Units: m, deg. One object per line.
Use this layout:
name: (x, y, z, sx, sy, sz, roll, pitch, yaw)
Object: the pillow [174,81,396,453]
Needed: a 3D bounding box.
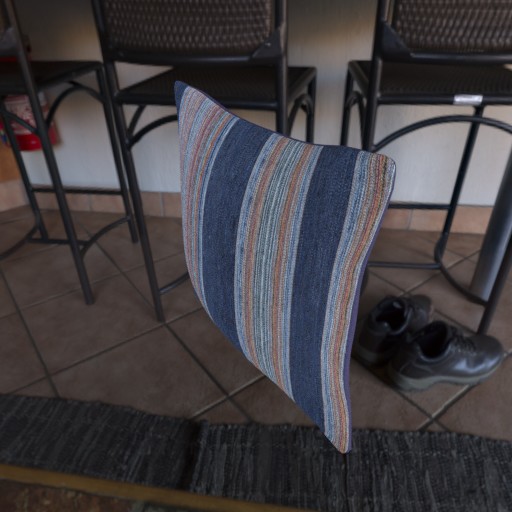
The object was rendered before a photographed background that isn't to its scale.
pillow: (0.000, 0.000, 0.641, 0.136, 0.419, 0.437, -20, 38, -29)
